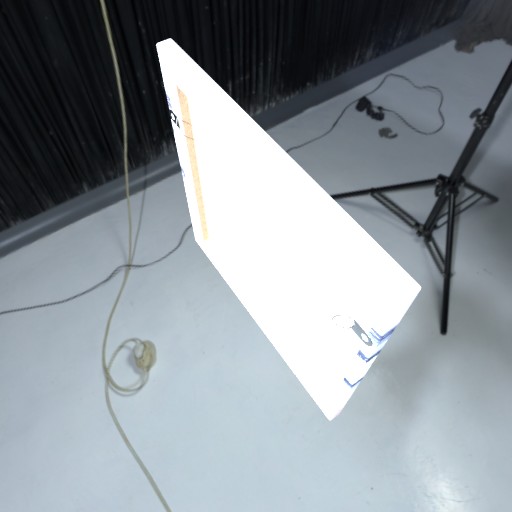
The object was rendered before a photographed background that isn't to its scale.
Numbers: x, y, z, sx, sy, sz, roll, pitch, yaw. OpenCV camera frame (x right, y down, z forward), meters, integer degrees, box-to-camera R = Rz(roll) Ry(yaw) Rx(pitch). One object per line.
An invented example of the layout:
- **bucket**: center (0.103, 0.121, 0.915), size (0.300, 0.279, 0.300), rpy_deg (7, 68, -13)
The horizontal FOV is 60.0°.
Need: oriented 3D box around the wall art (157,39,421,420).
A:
- **wall art**: center (0.000, 0.000, 1.108), size (0.065, 0.747, 0.755), rpy_deg (-30, 62, -18)
